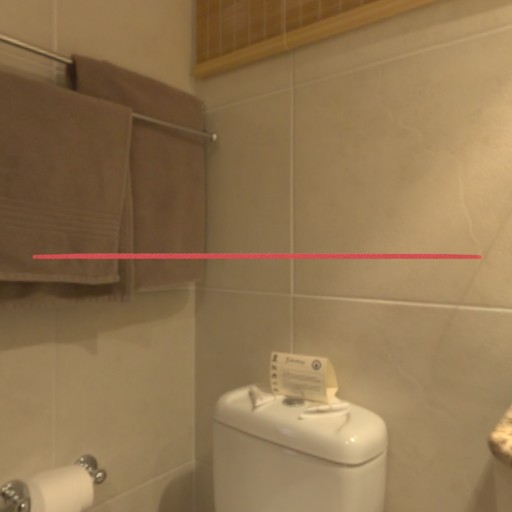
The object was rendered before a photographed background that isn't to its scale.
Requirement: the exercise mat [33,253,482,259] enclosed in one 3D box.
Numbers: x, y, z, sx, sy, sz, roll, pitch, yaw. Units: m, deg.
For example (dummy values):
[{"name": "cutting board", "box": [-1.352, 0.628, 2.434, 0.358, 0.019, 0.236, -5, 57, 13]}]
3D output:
[{"name": "exercise mat", "box": [0.000, 0.000, 2.110, 1.884, 0.021, 0.616, 0, 0, 2]}]
